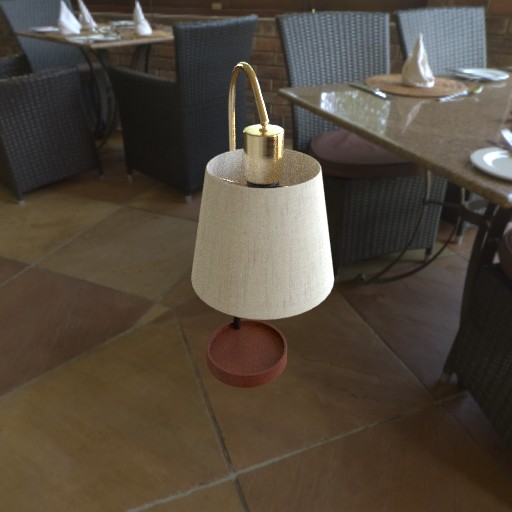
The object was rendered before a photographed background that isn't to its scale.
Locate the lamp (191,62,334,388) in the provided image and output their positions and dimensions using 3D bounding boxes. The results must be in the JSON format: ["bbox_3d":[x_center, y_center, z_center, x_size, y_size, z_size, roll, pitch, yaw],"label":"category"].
[{"bbox_3d":[0.000,0.000,0.680,0.211,0.536,0.273,-10,33,-15],"label":"lamp"}]
